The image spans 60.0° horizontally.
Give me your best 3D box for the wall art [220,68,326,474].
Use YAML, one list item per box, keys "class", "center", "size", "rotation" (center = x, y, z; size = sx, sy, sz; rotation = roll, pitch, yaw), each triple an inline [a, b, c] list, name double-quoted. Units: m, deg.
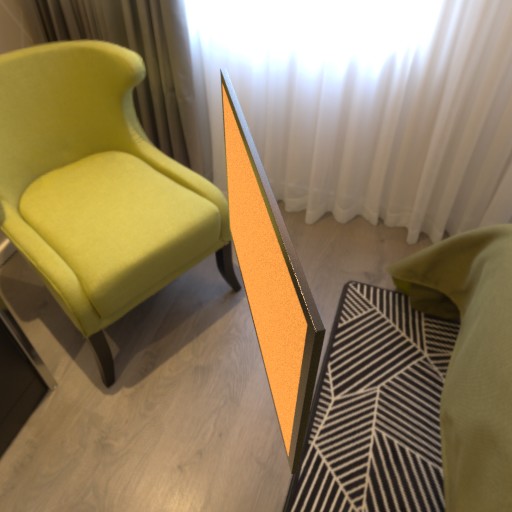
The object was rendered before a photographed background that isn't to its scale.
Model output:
- class: "wall art"
  center: [0.000, 0.000, 1.055]
  size: [0.015, 0.552, 0.819]
  rotation: [-9, 47, -8]
